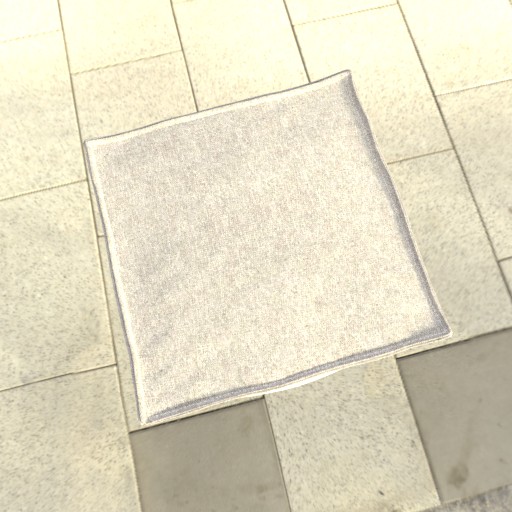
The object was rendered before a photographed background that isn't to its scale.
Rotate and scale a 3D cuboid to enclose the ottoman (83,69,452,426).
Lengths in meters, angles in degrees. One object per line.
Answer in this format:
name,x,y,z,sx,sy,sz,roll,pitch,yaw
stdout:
ottoman,0.000,0.000,1.186,0.707,0.470,0.696,-16,77,-4
